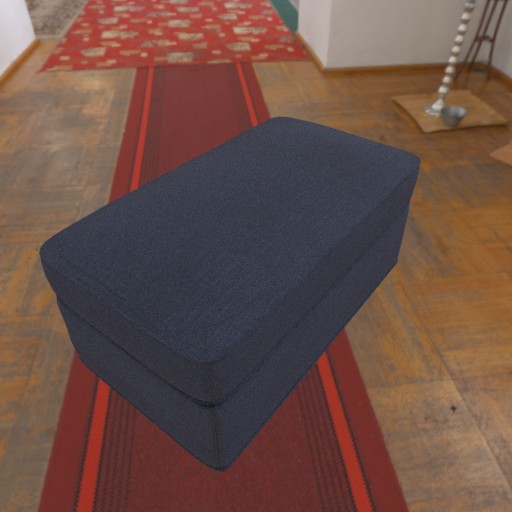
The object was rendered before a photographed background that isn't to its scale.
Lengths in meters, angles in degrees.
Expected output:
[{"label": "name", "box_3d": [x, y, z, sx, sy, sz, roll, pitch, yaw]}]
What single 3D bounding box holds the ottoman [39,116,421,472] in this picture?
[{"label": "ottoman", "box_3d": [0.000, 0.000, 1.171, 0.505, 0.453, 0.895, 26, 46, 28]}]
